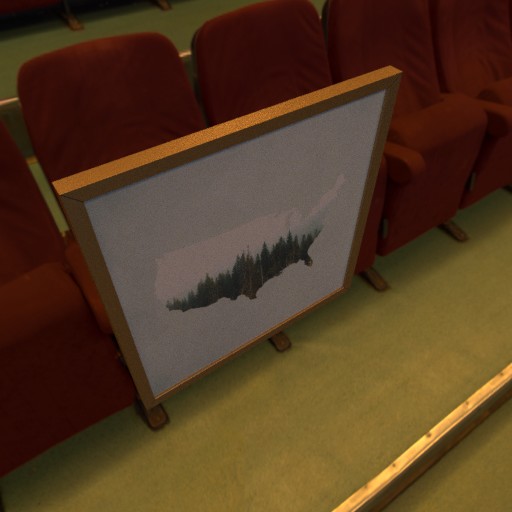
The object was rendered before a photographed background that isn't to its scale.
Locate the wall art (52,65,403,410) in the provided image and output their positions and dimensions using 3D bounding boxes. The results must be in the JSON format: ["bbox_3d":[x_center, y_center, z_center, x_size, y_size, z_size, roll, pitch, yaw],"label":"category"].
[{"bbox_3d":[0.000,0.000,1.118,0.762,0.762,0.038,-27,52,-23],"label":"wall art"}]
